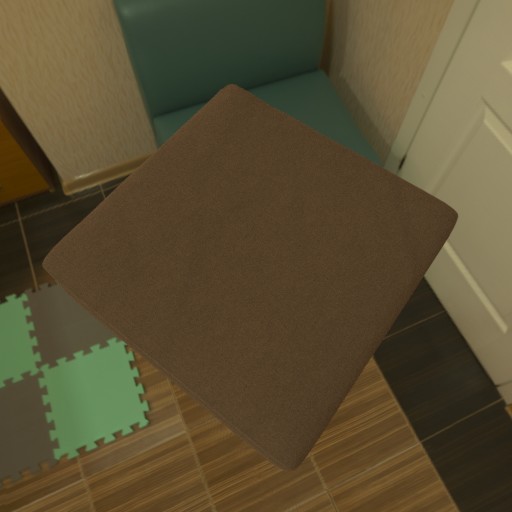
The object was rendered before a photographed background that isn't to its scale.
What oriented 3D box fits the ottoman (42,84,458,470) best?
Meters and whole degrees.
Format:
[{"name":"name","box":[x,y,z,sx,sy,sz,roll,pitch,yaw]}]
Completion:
[{"name":"ottoman","box":[0.000,0.000,1.844,1.181,0.470,1.181,34,69,15]}]
